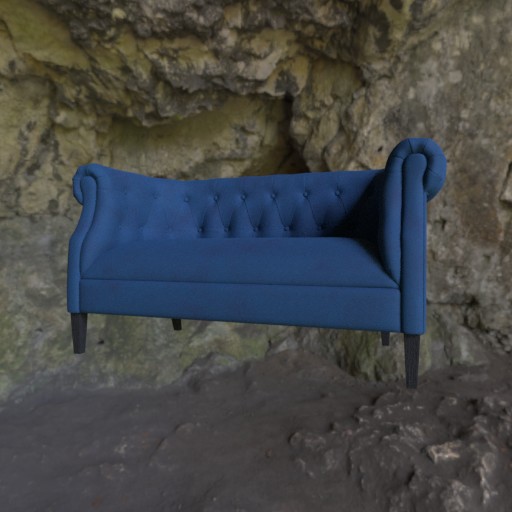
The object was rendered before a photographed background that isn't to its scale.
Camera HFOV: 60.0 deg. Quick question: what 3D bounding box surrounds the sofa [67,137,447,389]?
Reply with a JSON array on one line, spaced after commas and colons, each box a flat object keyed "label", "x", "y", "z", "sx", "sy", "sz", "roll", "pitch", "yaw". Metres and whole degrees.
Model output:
[{"label": "sofa", "x": 0.000, "y": 0.000, "z": 1.999, "sx": 1.558, "sy": 0.827, "sz": 0.835, "roll": 0, "pitch": 1, "yaw": 20}]
